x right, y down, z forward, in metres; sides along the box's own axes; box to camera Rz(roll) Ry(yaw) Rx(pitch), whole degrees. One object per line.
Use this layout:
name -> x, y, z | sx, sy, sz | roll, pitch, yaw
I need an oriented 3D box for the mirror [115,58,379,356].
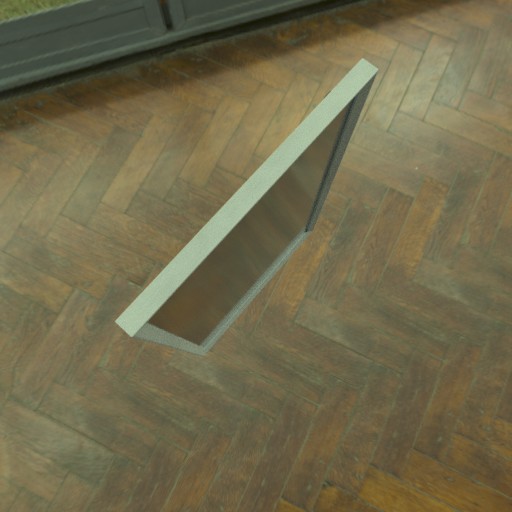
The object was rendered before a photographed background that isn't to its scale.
mirror -> 0.000, 0.000, 1.160 | 0.041, 0.915, 0.609 | 40, 79, 9
